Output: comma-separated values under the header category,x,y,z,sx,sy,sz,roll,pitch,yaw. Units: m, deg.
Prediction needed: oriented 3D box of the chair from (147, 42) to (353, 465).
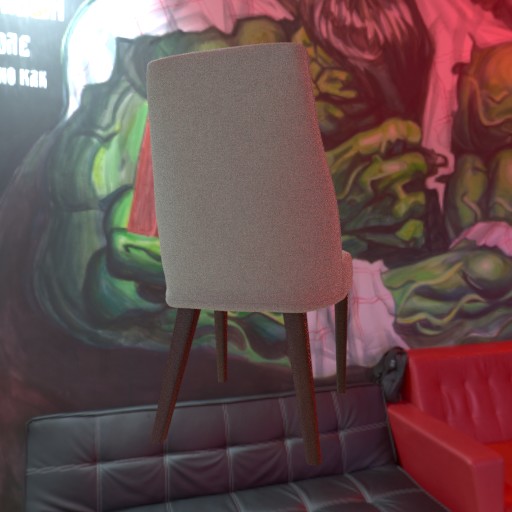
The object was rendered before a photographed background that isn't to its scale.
category,x,y,z,sx,sy,sz,roll,pitch,yaw
chair,0.000,0.000,1.249,0.500,0.930,0.620,0,2,16
